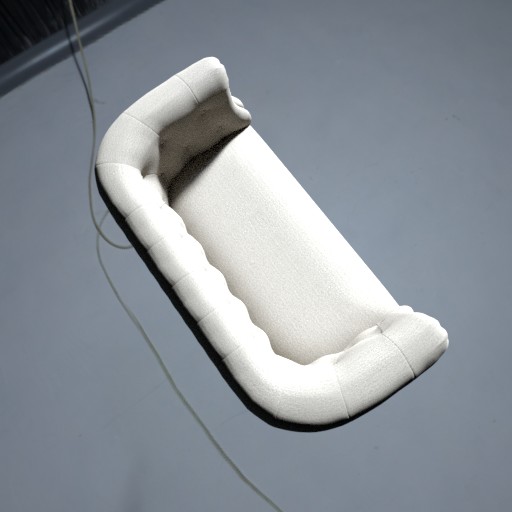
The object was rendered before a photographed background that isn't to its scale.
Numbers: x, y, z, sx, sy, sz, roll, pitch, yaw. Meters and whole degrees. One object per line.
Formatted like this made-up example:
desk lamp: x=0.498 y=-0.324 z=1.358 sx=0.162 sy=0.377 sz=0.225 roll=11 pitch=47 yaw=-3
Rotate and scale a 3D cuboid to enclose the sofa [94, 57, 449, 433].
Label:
sofa: x=0.000 y=0.000 z=2.043 sx=0.835 sy=0.827 sz=1.558 roll=-35 pitch=77 yaw=-9
